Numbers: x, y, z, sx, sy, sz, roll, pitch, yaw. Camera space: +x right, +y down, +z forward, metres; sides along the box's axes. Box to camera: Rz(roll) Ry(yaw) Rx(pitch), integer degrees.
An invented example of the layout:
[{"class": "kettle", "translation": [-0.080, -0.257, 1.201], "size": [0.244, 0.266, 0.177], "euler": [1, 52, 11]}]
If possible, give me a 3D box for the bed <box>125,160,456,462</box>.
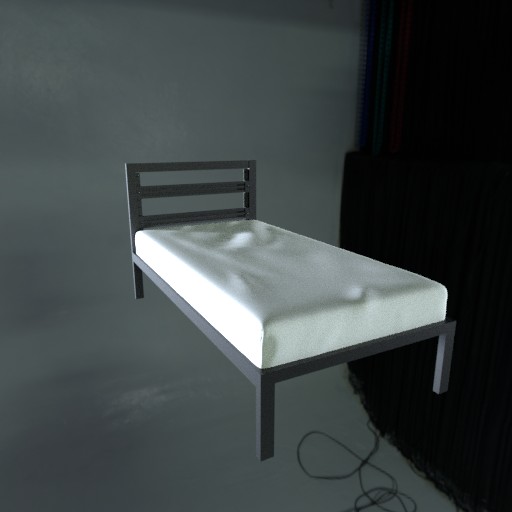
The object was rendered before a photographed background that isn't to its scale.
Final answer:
[{"class": "bed", "translation": [0.000, 0.000, 2.536], "size": [0.991, 0.967, 1.930], "euler": [-8, 17, -27]}]
